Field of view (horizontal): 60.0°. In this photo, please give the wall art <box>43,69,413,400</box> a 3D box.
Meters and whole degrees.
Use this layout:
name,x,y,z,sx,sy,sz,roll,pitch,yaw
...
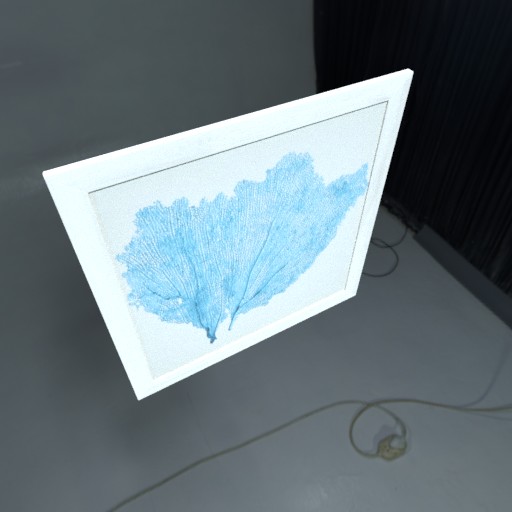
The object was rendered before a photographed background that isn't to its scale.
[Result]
name,x,y,z,sx,sy,sz,roll,pitch,yaw
wall art,0.000,0.000,0.839,0.584,0.584,0.013,-22,50,-20
